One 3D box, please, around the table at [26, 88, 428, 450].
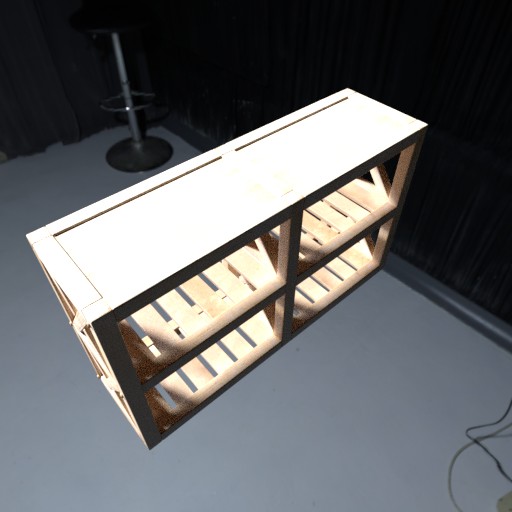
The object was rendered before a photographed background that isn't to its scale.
[{"bbox_3d":[0.000,0.000,1.661,1.320,0.762,0.381,-32,54,-27],"label":"table"}]
